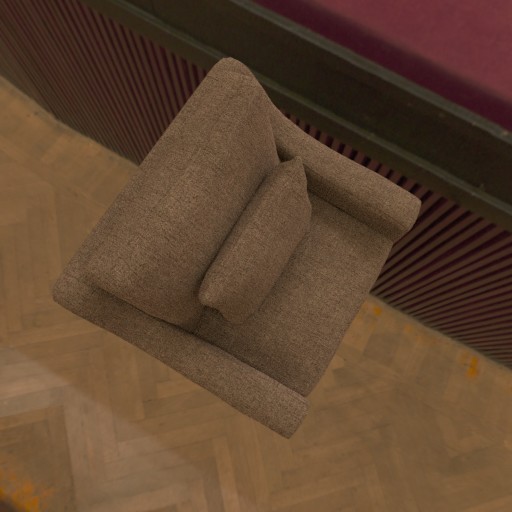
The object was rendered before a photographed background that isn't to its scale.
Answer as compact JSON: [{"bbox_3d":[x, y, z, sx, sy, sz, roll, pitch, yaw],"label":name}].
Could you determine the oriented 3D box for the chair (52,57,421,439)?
[{"bbox_3d":[0.000,0.000,1.885,1.009,1.037,1.138,31,78,7],"label":"chair"}]
